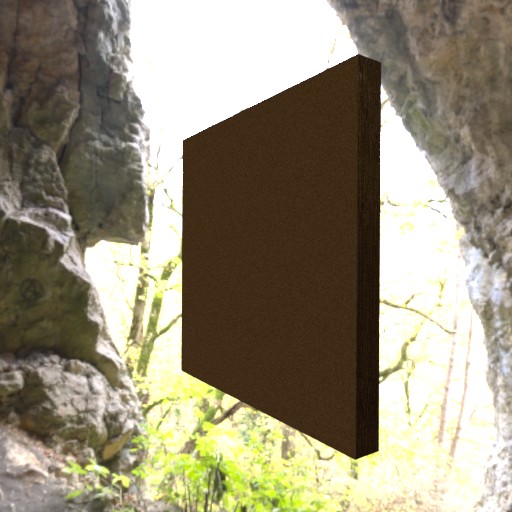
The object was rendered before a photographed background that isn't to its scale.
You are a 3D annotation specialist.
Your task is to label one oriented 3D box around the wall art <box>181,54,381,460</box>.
[{"bbox_3d":[0.000,0.000,0.616,0.039,0.403,0.406,0,0,-35],"label":"wall art"}]
